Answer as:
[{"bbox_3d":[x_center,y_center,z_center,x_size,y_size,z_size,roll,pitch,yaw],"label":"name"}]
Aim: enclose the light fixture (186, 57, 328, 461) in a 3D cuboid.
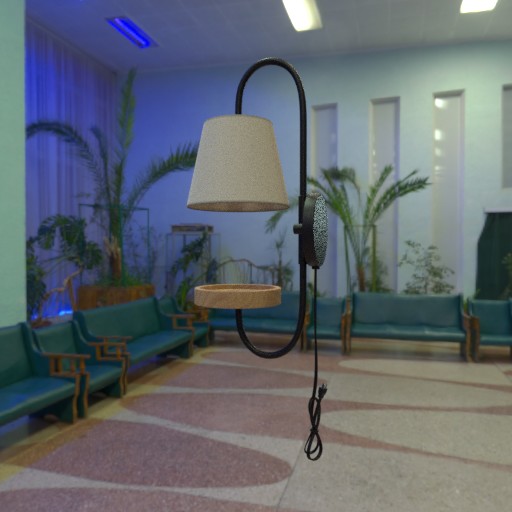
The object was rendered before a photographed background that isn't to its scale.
[{"bbox_3d":[0.000,0.000,0.934,0.299,0.821,0.220,0,1,19],"label":"light fixture"}]
